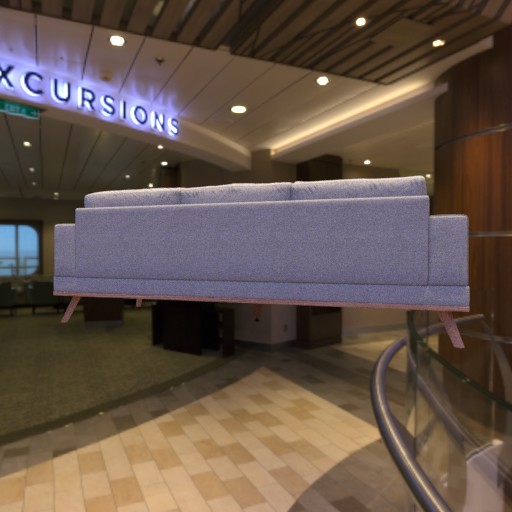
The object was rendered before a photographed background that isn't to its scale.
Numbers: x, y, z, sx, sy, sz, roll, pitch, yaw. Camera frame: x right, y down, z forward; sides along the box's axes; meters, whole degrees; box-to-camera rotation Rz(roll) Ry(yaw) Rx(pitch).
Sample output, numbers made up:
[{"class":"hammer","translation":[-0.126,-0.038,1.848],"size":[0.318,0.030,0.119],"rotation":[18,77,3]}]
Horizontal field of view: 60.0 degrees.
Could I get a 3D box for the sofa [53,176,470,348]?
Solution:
[{"class":"sofa","translation":[0.000,0.000,2.751],"size":[2.310,0.810,0.920],"rotation":[0,1,19]}]
